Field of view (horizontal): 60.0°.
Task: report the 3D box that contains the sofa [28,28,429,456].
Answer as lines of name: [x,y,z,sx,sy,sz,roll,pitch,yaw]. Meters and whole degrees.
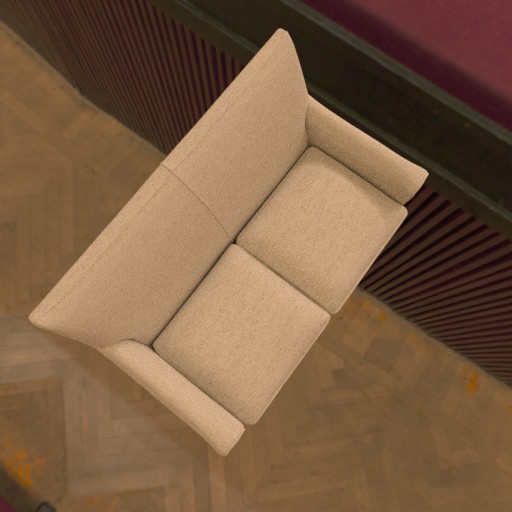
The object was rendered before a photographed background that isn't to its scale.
sofa: [0.000,0.000,2.032,0.891,0.892,1.482,37,80,8]
